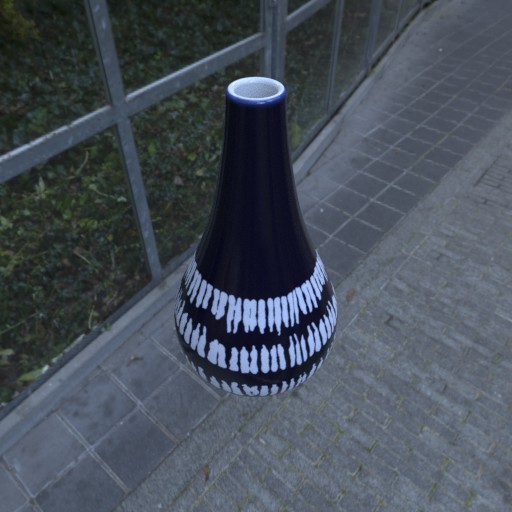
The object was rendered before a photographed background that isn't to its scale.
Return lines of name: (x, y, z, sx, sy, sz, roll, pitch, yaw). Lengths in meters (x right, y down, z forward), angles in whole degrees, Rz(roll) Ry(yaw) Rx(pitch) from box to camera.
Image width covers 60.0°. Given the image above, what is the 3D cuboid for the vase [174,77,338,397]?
vase: (0.000, 0.000, 0.384, 0.159, 0.295, 0.159, 0, 43, 0)
